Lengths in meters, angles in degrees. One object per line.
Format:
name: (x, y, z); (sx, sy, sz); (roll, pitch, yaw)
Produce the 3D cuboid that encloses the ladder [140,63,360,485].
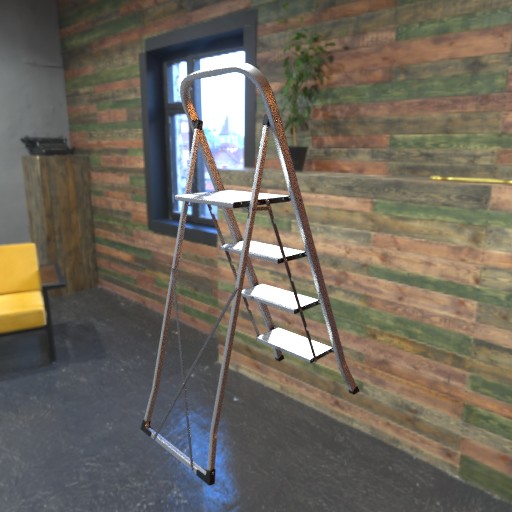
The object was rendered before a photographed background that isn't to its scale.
ladder: (0.000, 0.000, 1.673); (0.465, 1.290, 0.830); (13, 19, 43)
